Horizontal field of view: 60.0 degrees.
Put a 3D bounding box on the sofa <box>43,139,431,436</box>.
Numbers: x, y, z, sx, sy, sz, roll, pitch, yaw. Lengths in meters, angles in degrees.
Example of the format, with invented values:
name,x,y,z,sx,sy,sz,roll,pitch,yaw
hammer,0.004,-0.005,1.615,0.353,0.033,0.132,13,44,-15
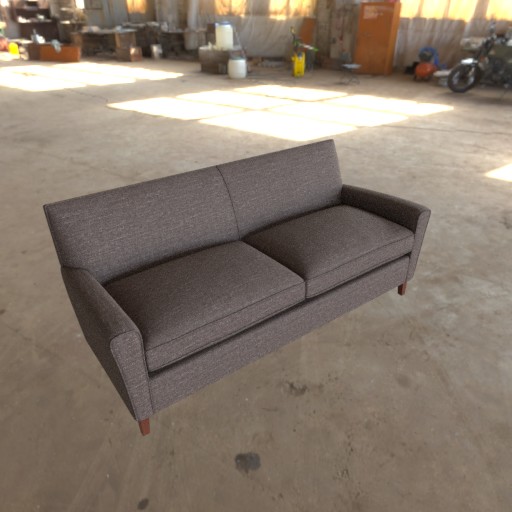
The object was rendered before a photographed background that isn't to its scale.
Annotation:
name,x,y,z,sx,sy,sz,roll,pitch,yaw
sofa,0.000,0.000,2.512,1.976,0.846,0.875,-20,36,-31
